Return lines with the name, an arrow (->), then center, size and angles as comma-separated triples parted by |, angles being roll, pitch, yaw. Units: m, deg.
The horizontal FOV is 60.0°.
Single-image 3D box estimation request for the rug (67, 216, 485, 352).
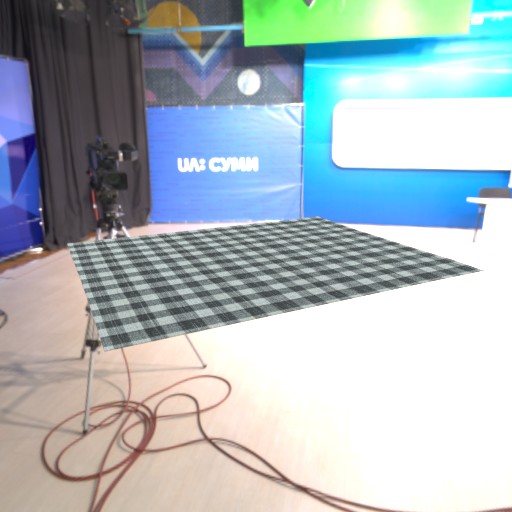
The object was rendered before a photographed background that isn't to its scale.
rug -> 0.000, 0.000, 4.051 | 3.021, 0.013, 2.432 | -8, 19, -25
